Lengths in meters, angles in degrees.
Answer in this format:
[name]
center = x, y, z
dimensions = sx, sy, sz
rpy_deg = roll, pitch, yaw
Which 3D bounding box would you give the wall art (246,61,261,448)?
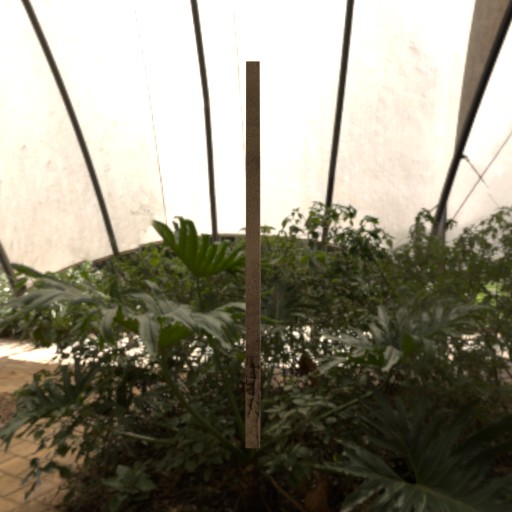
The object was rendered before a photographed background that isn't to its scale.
[wall art]
center = 0.000, 0.000, 1.151
dimensions = 0.023, 0.607, 0.914
rpy_deg = 0, 0, 1
